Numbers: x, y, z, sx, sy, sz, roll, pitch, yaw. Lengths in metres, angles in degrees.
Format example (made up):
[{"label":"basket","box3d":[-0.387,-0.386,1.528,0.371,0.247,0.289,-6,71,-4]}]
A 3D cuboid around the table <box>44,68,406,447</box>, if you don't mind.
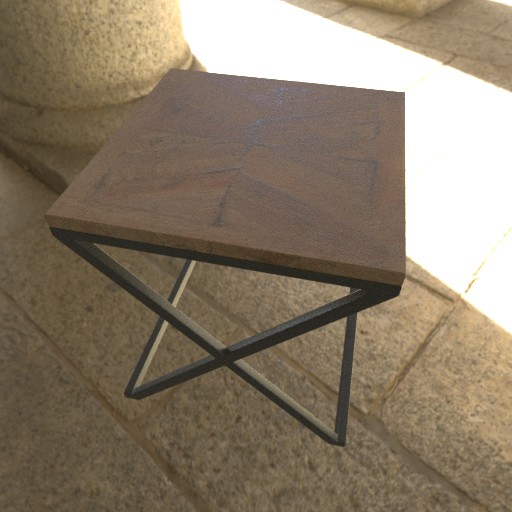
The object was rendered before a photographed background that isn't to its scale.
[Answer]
[{"label":"table","box3d":[0.000,0.000,0.944,0.498,0.550,0.499,9,47,9]}]
